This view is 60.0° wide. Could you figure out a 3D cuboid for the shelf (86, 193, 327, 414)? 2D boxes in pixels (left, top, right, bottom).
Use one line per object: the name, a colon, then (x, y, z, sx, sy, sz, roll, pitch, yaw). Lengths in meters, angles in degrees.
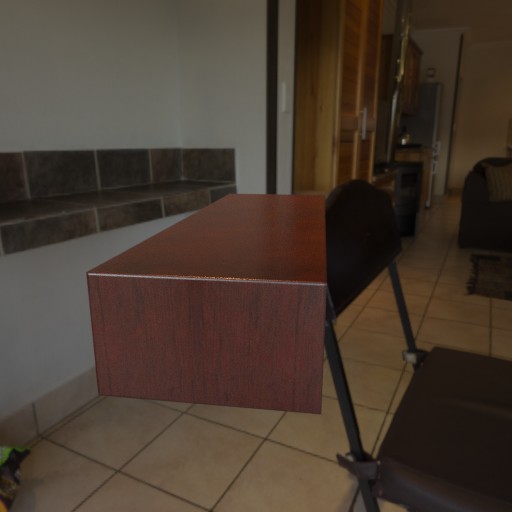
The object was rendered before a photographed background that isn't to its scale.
shelf: (0.000, 0.000, 0.503, 0.152, 0.088, 0.457, 2, 14, 8)
